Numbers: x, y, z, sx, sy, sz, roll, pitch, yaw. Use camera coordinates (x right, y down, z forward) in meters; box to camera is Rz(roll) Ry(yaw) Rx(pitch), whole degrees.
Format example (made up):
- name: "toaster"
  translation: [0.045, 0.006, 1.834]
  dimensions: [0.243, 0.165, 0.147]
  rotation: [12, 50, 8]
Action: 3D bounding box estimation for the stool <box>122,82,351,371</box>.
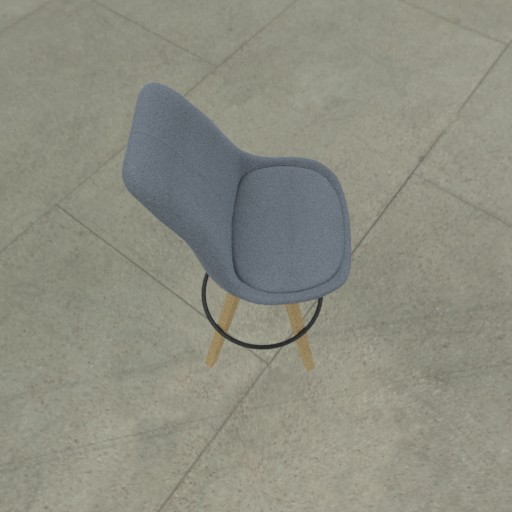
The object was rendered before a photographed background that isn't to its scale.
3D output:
- name: "stool"
  translation: [0.000, 0.000, 1.424]
  dimensions: [0.550, 1.115, 0.485]
  rotation: [2, 62, 1]
